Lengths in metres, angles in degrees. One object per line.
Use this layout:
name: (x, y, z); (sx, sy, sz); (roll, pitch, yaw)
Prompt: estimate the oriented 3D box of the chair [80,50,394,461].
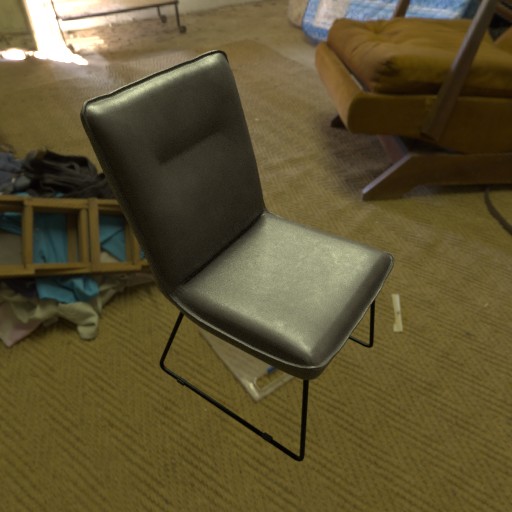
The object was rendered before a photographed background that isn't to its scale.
chair: (0.000, 0.000, 1.297); (0.688, 0.932, 0.515); (25, 47, 25)
